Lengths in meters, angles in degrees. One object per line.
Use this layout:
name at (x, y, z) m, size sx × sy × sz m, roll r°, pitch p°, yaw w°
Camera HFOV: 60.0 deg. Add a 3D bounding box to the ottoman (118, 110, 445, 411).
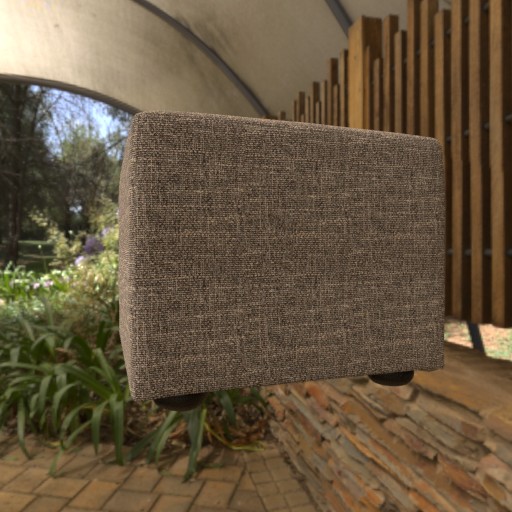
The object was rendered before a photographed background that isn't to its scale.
ottoman at (0.000, 0.000, 0.898) m, size 0.521 × 0.453 × 0.512 m, roll 0°, pitch 1°, yaw -19°
